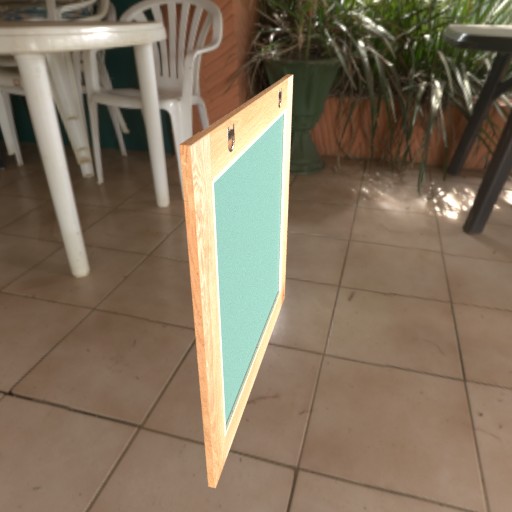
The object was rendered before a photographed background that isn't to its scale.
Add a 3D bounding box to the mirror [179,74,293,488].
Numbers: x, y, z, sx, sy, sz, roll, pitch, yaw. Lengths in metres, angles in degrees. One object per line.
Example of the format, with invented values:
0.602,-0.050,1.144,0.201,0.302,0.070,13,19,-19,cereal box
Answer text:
0.000,0.000,1.172,0.020,0.800,0.800,7,30,13,mirror
